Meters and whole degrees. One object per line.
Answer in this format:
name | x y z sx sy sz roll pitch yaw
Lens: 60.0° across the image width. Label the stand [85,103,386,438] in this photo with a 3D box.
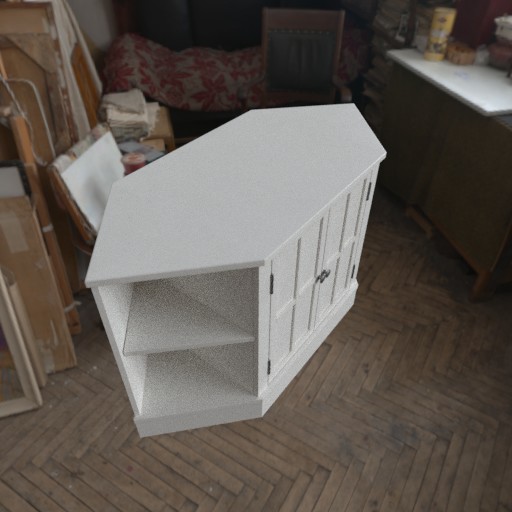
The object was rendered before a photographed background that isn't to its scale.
stand | 0.000 0.000 1.361 0.477 0.614 1.072 27 48 27
